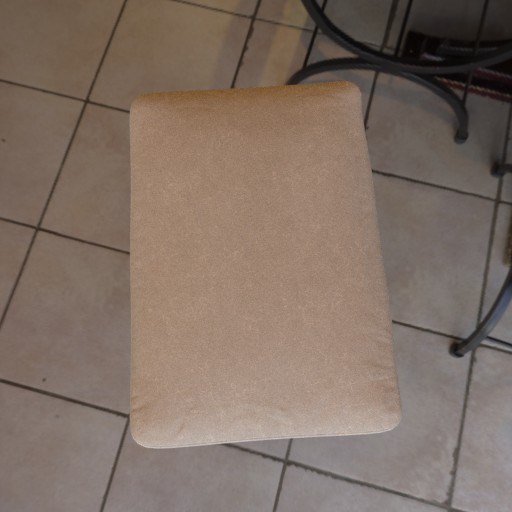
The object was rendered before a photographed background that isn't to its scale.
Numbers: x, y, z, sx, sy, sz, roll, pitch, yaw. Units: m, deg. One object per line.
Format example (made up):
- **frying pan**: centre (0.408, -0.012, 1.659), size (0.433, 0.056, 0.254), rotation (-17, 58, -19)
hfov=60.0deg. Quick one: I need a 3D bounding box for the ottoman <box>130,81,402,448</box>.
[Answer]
- **ottoman**: centre (0.000, 0.000, 1.562), size (0.840, 0.429, 1.199), rotation (-4, 77, -1)
